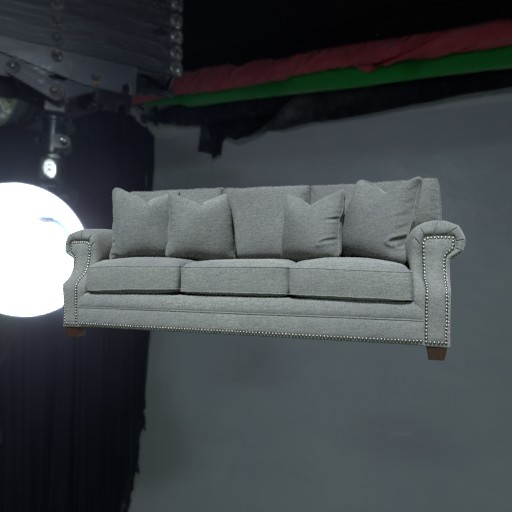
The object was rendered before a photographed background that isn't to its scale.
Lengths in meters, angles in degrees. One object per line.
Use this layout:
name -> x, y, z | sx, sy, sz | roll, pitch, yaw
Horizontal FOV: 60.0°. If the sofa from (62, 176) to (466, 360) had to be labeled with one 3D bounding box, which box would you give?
sofa -> 0.000, 0.000, 2.779 | 2.312, 0.975, 0.965 | 0, 0, 17
